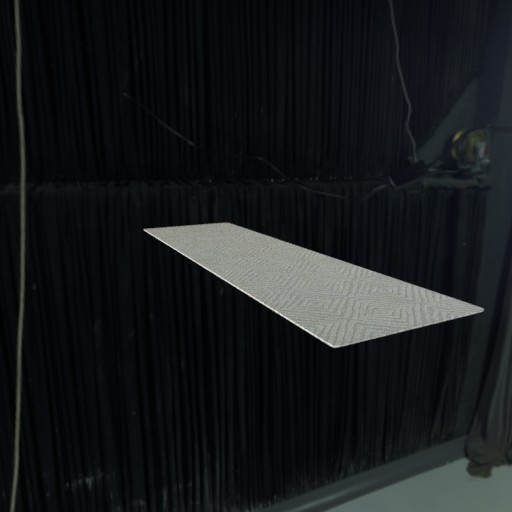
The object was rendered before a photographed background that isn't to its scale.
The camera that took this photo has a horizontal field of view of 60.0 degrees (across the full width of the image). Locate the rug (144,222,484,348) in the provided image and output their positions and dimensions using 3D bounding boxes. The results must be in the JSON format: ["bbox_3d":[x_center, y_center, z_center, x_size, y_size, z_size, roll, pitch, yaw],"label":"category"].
[{"bbox_3d":[0.000,0.000,2.421,0.676,0.008,2.277,-7,15,-27],"label":"rug"}]
